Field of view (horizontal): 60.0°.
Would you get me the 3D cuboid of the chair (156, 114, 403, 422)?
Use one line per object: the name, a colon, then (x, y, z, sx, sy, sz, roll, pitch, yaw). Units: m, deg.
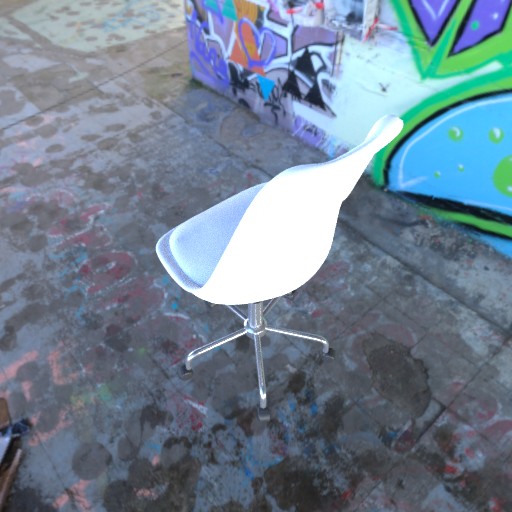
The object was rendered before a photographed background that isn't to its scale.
chair: (0.000, 0.000, 1.221, 0.550, 0.930, 0.550, -33, 54, -27)
